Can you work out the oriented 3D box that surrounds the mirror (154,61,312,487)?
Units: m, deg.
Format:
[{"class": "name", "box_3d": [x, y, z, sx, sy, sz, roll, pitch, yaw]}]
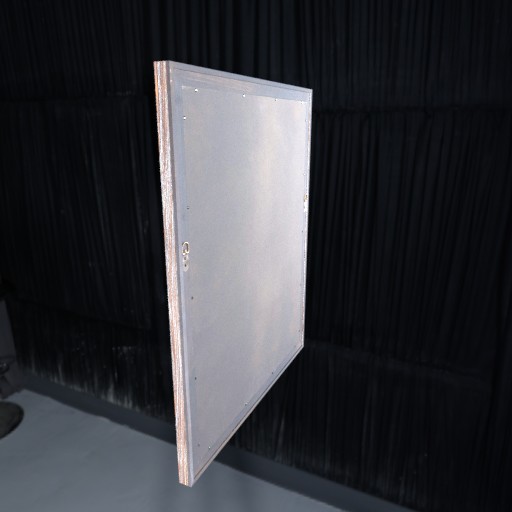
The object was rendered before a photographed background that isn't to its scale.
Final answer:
[{"class": "mirror", "box_3d": [0.000, 0.000, 1.189, 0.032, 0.882, 0.730, 8, 18, 25]}]
